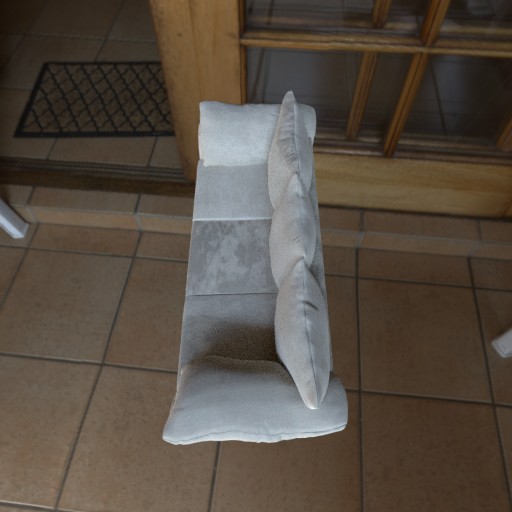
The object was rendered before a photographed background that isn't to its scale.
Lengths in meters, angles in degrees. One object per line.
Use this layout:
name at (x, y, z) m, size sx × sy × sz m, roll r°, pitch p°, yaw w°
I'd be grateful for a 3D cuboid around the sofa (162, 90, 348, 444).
sofa at (0.000, 0.000, 2.888) m, size 0.893 × 0.981 × 2.377 m, roll 0°, pitch 58°, yaw 0°
